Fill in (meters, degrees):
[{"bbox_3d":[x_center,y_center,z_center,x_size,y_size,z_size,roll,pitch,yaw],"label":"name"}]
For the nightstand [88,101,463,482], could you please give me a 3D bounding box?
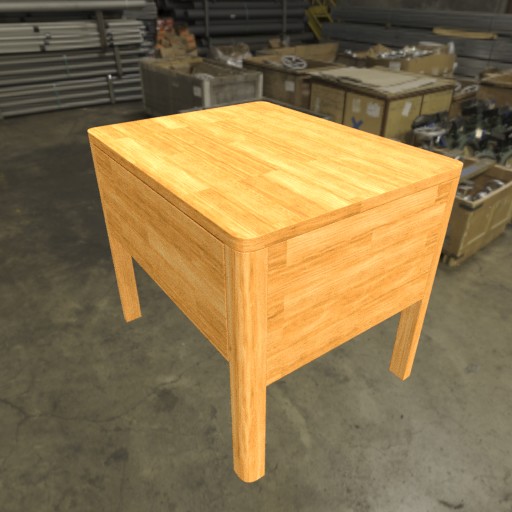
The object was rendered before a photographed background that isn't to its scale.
[{"bbox_3d":[0.000,0.000,0.920,0.440,0.470,0.560,-20,37,-30],"label":"nightstand"}]
